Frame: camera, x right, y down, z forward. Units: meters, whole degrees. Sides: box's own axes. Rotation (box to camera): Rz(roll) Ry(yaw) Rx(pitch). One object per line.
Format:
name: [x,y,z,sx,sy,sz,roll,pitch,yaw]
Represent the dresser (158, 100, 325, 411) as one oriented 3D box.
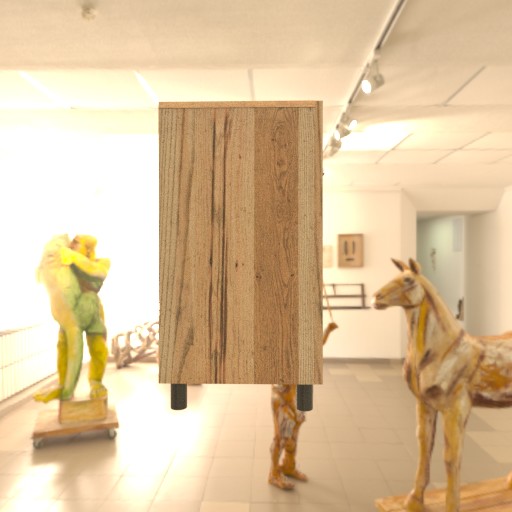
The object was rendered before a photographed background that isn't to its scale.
dresser: [0.000,0.000,1.958,0.487,0.834,1.547,0,0,1]
